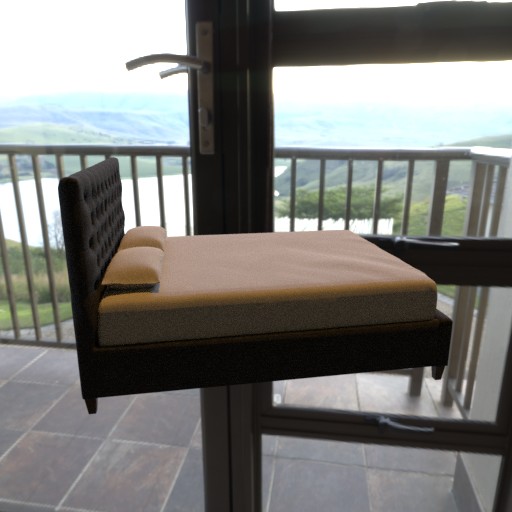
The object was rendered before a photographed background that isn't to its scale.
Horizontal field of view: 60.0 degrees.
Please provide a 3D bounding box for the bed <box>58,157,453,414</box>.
[{"bbox_3d":[0.000,0.000,3.450,2.387,1.427,1.698,-3,16,-9],"label":"bed"}]
